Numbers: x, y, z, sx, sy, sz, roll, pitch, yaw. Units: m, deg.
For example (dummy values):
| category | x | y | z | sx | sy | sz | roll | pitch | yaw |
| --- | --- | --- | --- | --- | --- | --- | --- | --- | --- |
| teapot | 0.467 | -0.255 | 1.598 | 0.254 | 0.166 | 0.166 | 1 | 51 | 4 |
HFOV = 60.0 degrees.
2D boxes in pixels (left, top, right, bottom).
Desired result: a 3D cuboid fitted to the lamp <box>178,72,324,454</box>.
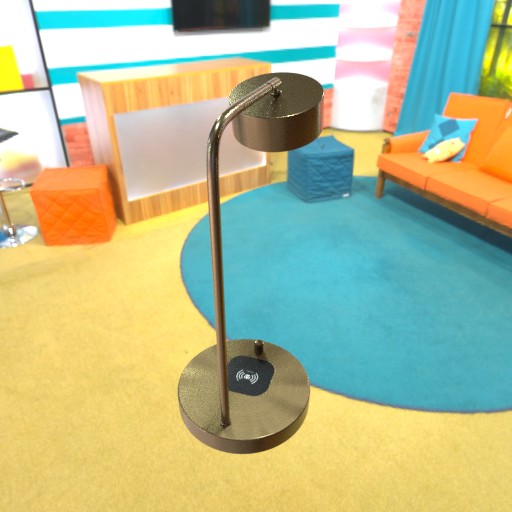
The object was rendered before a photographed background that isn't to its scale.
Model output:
| category | x | y | z | sx | sy | sz | roll | pitch | yaw |
| --- | --- | --- | --- | --- | --- | --- | --- | --- | --- |
| lamp | 0.000 | 0.000 | 0.531 | 0.171 | 0.380 | 0.270 | 10 | 32 | 16 |
